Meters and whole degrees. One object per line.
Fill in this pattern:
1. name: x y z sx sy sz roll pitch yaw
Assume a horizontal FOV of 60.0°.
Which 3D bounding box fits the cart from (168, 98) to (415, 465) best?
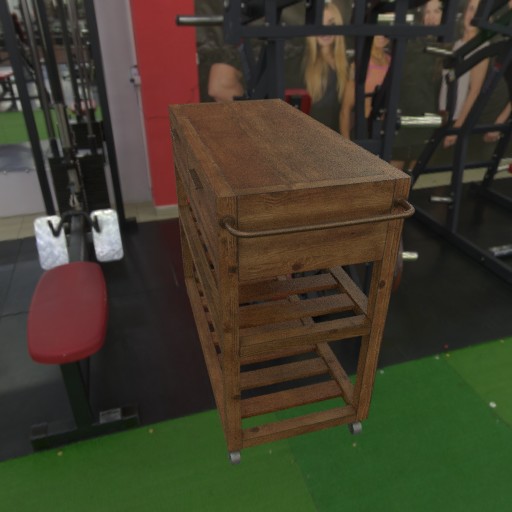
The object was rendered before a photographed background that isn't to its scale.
1. cart: 0.000 0.000 1.491 0.445 0.830 1.065 -8 31 -13
